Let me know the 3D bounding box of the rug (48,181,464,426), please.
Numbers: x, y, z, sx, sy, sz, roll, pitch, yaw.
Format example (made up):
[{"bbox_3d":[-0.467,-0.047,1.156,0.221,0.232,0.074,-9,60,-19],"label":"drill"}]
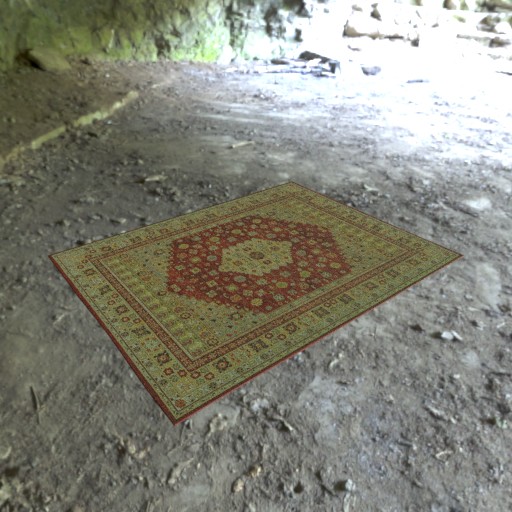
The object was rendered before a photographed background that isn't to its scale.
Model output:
[{"bbox_3d":[0.000,0.000,4.119,3.053,0.013,2.387,-22,37,-32],"label":"rug"}]
